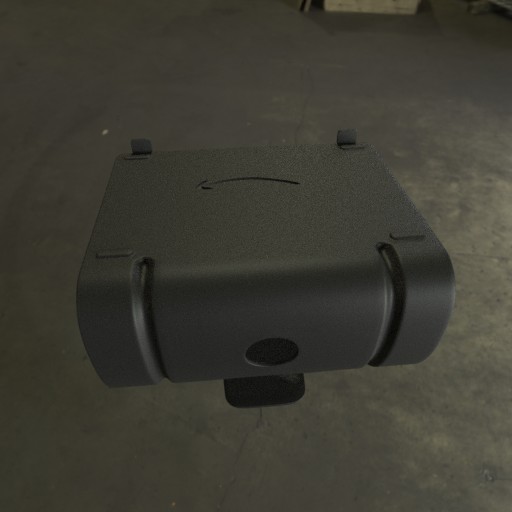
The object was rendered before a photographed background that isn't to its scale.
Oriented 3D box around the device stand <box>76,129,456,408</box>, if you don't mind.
[{"bbox_3d":[0.000,0.000,0.398,0.256,0.155,0.236,-4,45,-4],"label":"device stand"}]
